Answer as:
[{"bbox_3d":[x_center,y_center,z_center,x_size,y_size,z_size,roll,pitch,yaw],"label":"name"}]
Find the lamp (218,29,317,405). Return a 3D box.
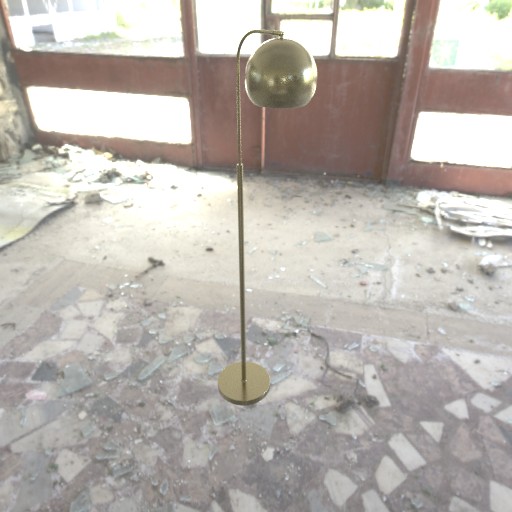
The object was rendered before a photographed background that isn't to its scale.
[{"bbox_3d":[0.000,0.000,1.668,0.250,1.526,0.431,-23,38,-33],"label":"lamp"}]
